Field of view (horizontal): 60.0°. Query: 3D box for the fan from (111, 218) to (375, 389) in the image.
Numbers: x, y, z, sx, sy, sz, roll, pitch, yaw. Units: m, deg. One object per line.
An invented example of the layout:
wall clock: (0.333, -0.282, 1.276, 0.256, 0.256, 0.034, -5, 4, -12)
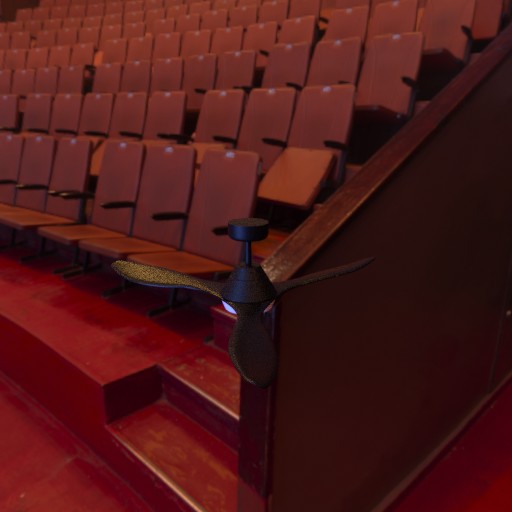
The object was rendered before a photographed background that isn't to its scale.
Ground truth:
fan: (0.000, 0.000, 1.652, 1.067, 0.305, 1.067, 15, 22, 42)
